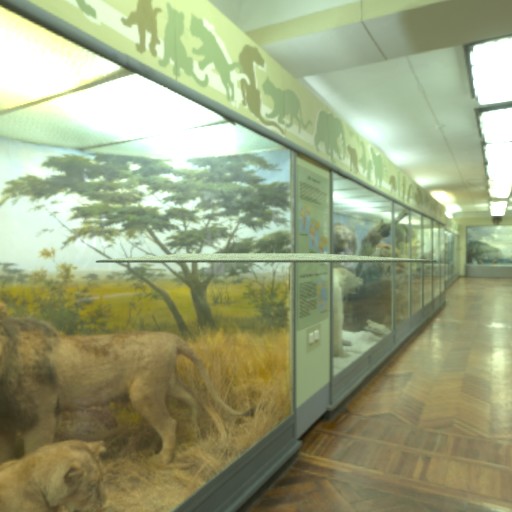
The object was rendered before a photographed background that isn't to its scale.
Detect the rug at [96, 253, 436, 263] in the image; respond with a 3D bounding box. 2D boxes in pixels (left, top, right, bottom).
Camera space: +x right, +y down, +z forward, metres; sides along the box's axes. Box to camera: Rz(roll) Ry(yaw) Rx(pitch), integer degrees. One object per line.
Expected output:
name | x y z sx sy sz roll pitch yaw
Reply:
rug | 0.000 0.000 3.529 1.546 0.011 3.048 0 1 -2
